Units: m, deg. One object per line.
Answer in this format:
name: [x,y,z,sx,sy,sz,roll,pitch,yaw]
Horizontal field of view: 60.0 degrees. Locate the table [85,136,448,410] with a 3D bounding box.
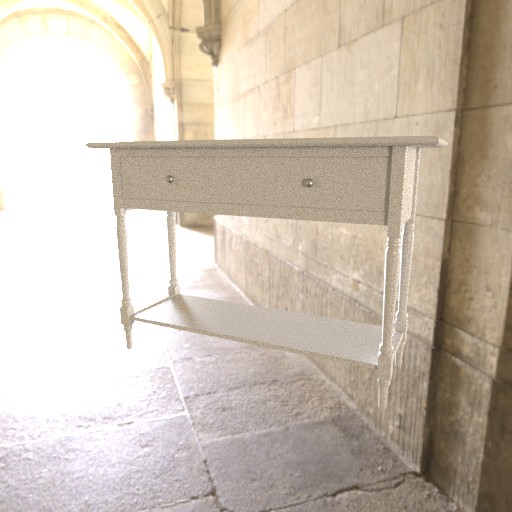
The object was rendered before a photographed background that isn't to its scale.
table: [0.000,0.000,1.611,1.197,0.808,0.384,6,14,25]
